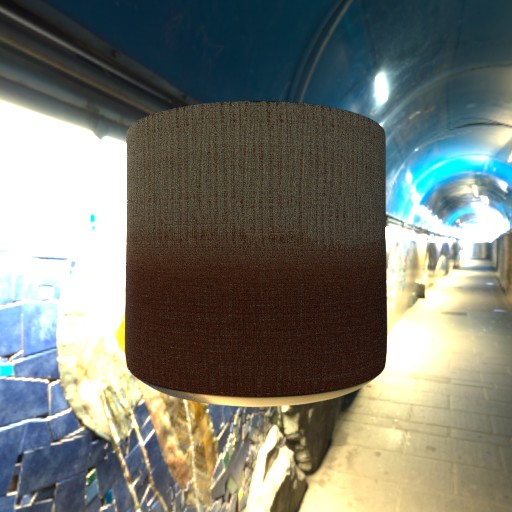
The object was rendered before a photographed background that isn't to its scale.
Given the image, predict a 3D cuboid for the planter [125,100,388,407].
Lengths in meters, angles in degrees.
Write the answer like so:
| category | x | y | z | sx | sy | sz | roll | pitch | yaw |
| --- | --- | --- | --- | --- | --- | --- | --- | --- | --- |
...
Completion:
| category | x | y | z | sx | sy | sz | roll | pitch | yaw |
| --- | --- | --- | --- | --- | --- | --- | --- | --- | --- |
| planter | 0.000 | 0.000 | 0.387 | 0.221 | 0.201 | 0.221 | 0 | 1 | 0 |
